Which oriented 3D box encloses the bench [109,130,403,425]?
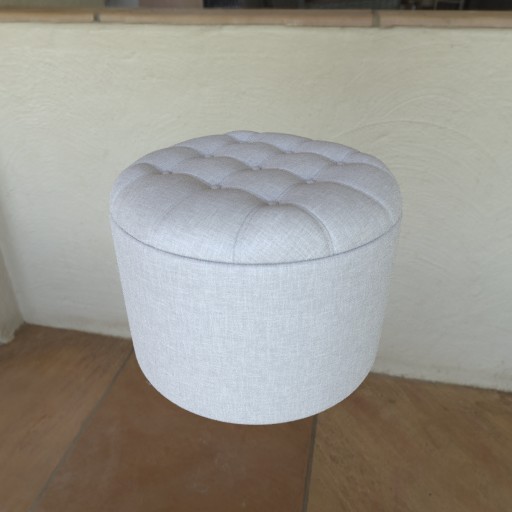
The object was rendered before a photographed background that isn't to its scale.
[{"bbox_3d":[0.000,0.000,1.013,0.600,0.453,0.600,0,31,0],"label":"bench"}]
